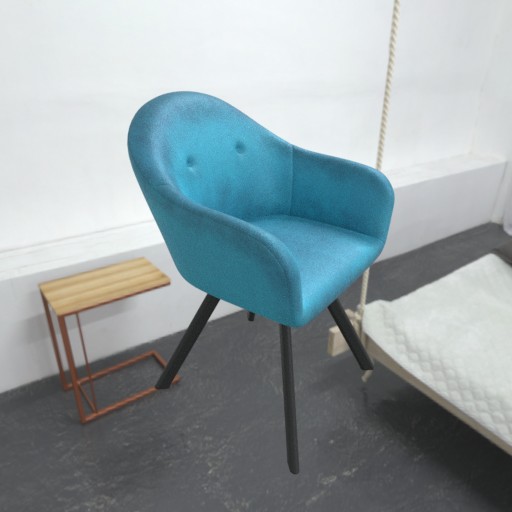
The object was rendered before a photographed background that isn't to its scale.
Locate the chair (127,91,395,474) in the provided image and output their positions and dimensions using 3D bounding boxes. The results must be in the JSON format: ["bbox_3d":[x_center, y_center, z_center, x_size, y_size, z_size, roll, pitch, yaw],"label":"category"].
[{"bbox_3d":[0.000,0.000,1.163,0.570,0.780,0.540,18,32,32],"label":"chair"}]
